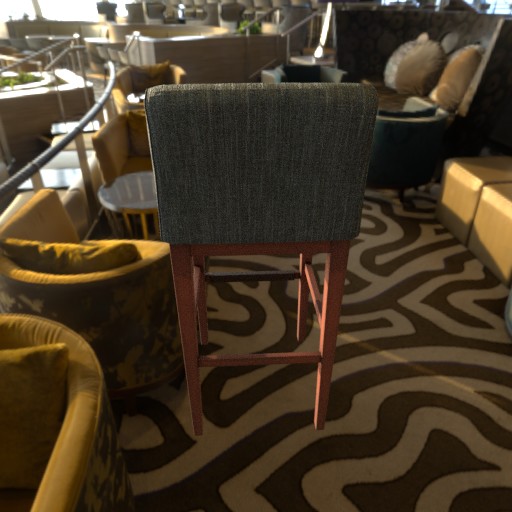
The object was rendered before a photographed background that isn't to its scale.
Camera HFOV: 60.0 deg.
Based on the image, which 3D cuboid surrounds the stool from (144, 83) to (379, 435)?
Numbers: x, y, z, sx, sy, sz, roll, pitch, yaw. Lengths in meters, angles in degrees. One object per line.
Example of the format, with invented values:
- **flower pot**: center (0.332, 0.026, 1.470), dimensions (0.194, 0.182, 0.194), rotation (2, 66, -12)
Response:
- **stool**: center (0.000, 0.000, 1.225), dimensions (0.426, 0.965, 0.499), rotation (-2, 30, -3)
